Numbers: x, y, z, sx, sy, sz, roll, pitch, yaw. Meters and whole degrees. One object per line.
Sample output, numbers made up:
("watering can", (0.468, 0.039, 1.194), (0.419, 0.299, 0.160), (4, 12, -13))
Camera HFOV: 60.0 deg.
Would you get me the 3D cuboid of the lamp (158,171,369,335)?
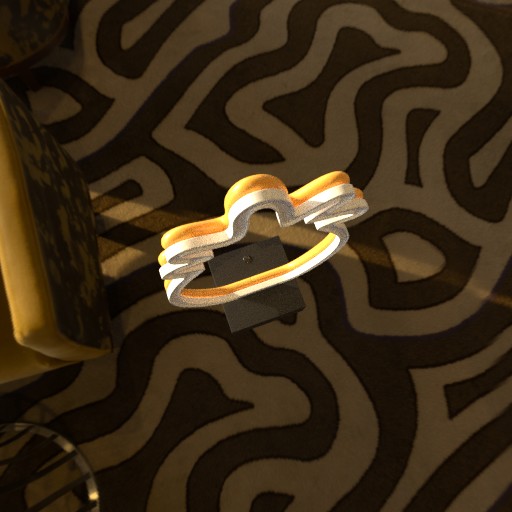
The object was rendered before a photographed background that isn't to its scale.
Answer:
("lamp", (0.000, 0.000, 0.385), (0.167, 0.317, 0.088), (-19, 76, -5))
